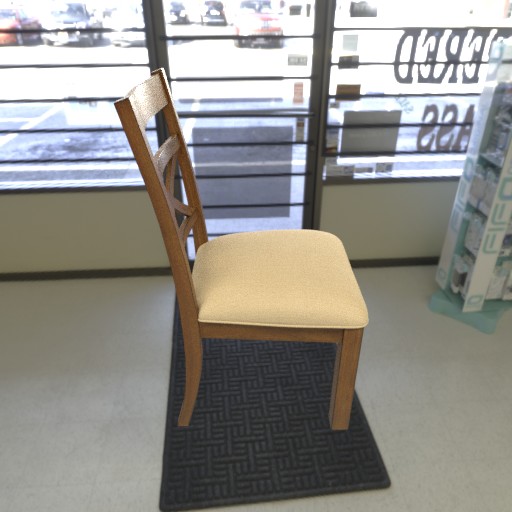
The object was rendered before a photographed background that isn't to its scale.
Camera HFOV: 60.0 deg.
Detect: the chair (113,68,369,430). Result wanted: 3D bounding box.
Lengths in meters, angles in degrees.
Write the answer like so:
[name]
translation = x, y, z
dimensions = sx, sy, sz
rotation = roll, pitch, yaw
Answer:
[chair]
translation = 0.000, 0.000, 1.269
dimensions = 0.581, 0.949, 0.461
rotation = 0, 31, -1
